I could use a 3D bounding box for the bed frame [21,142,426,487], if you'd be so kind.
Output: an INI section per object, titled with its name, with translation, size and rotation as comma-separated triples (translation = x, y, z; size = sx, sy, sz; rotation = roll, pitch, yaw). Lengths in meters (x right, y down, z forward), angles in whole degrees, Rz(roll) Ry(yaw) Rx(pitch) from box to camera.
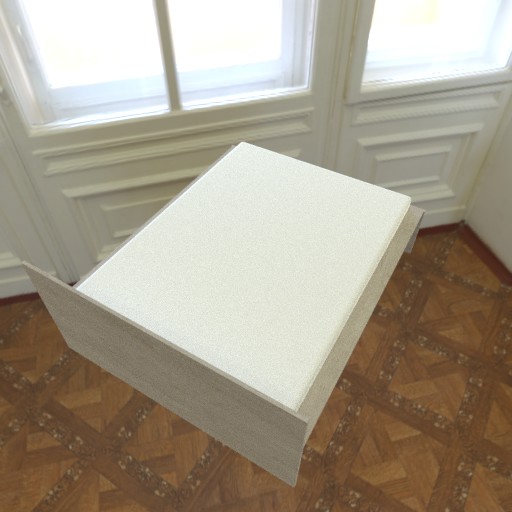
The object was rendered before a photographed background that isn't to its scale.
[bed frame]
translation = 0.000, 0.000, 2.845
size = 1.622, 0.800, 1.960
rotation = 23, 51, 21
